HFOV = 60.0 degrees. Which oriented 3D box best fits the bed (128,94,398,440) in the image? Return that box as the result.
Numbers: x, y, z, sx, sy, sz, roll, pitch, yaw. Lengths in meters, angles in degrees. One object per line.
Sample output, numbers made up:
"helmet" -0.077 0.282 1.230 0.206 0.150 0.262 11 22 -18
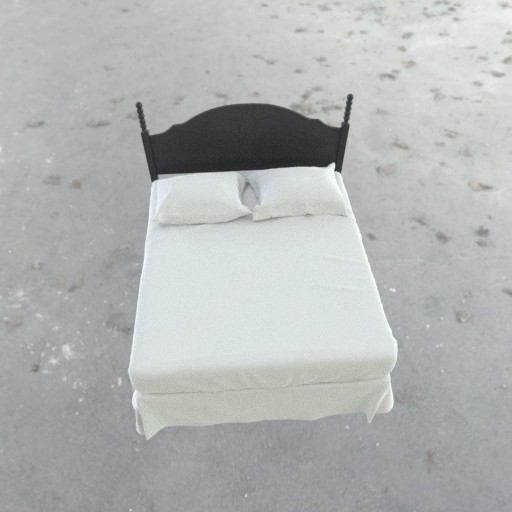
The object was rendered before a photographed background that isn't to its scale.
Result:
"bed" 0.000 0.000 3.188 1.873 1.356 2.040 -3 49 -3
